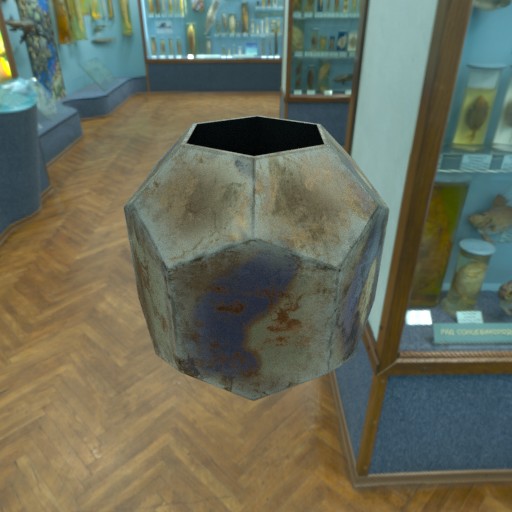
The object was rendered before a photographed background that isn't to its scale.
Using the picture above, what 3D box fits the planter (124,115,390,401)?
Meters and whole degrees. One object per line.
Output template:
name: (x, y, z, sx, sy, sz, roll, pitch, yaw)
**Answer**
planter: (0.000, 0.000, 0.431, 0.243, 0.238, 0.221, 1, 30, 1)
